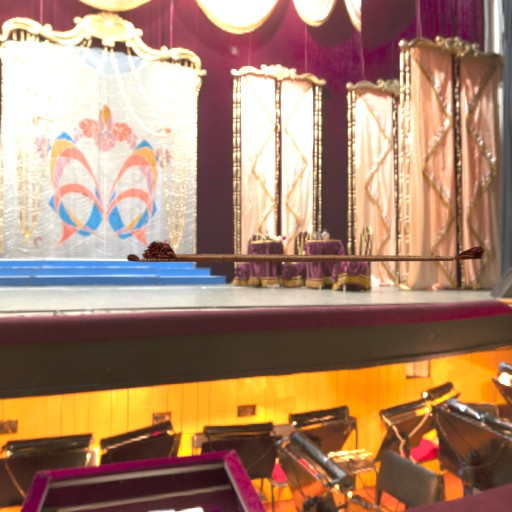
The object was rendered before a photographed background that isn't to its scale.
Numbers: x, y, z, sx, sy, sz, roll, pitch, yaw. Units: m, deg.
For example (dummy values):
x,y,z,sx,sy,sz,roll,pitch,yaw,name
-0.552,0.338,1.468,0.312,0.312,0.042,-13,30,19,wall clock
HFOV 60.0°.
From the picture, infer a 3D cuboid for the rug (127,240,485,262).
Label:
x,y,z,sx,sy,sz,roll,pitch,yaw,name
0.000,0.000,2.622,1.444,0.067,2.069,0,-1,-18,rug
